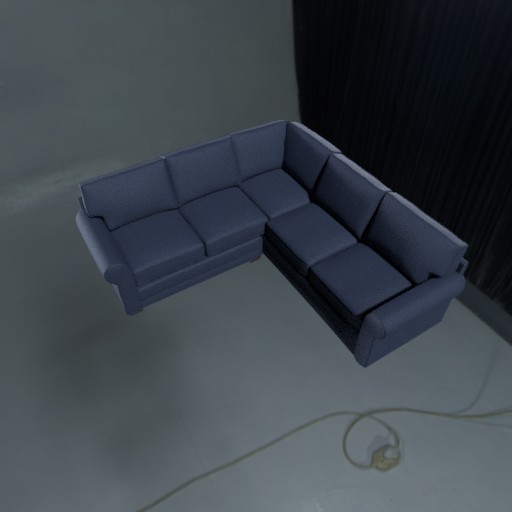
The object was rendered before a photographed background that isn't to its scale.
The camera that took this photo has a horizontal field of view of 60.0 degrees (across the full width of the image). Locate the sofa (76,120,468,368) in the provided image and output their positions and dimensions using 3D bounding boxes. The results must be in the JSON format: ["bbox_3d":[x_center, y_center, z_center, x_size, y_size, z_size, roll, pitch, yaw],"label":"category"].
[{"bbox_3d":[0.000,0.000,3.934,2.487,1.042,2.562,-23,49,-22],"label":"sofa"}]
